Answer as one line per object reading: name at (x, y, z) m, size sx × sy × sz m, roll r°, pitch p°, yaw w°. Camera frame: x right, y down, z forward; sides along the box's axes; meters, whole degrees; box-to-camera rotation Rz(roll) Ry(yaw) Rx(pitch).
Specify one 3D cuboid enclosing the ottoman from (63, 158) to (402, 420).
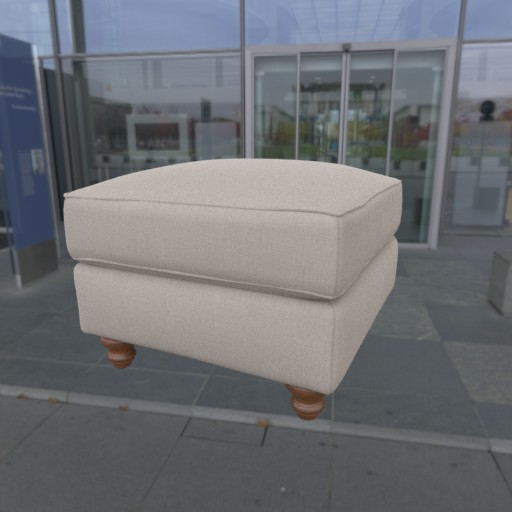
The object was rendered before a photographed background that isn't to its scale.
ottoman at (0.000, 0.000, 1.181) m, size 0.662 × 0.505 × 0.716 m, roll 7°, pitch 16°, yaw 25°
